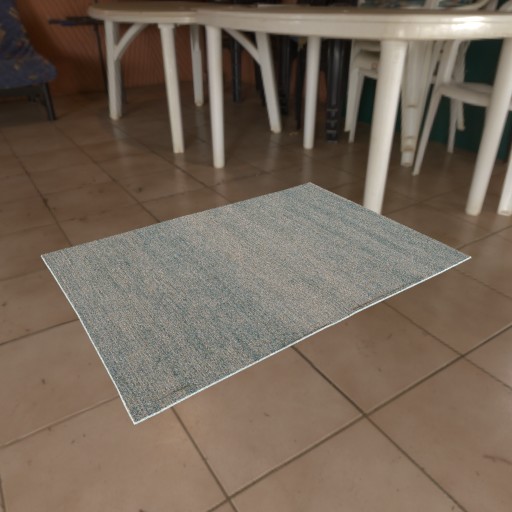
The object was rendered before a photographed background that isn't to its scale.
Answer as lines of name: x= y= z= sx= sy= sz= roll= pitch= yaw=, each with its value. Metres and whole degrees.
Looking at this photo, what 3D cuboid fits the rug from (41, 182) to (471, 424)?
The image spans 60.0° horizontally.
rug: x=0.000 y=0.000 z=2.885 sx=2.306 sy=0.030 sz=1.613 roll=-19 pitch=35 yaw=-29
